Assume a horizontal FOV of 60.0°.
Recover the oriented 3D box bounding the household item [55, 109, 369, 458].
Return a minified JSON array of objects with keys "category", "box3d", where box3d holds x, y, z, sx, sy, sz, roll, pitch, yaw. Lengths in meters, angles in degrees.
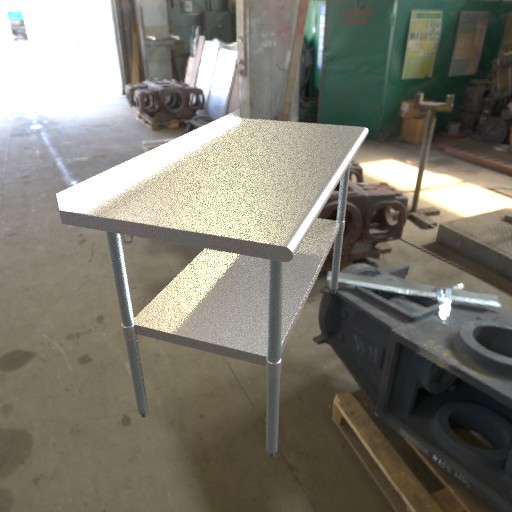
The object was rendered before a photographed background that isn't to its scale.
[{"category":"household item","box3d":[0.000,0.000,1.705,0.610,0.851,1.219,10,30,17]}]
